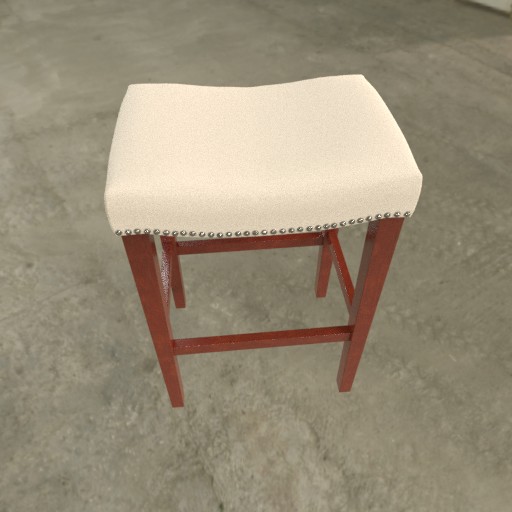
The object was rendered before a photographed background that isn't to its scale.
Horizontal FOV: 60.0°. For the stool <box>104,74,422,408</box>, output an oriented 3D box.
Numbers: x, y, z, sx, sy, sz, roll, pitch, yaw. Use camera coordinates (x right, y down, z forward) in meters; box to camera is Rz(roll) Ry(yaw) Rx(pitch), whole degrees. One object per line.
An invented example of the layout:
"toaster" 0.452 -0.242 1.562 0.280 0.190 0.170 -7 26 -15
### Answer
"stool" 0.000 0.000 1.044 0.504 0.742 0.372 -4 47 -4
